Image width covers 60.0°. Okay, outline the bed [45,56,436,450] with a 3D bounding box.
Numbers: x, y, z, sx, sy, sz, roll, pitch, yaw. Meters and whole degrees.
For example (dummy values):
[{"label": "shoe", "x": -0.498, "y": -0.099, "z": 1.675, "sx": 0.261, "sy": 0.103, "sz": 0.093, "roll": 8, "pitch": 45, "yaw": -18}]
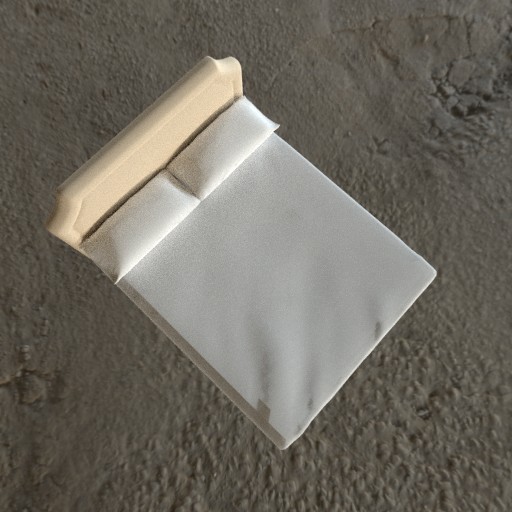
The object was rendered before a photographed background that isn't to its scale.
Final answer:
[{"label": "bed", "x": 0.000, "y": 0.000, "z": 3.830, "sx": 2.548, "sy": 1.524, "sz": 2.134, "roll": 43, "pitch": 80, "yaw": 9}]
